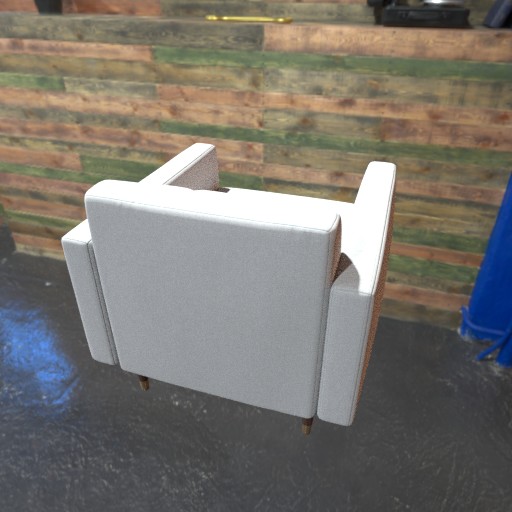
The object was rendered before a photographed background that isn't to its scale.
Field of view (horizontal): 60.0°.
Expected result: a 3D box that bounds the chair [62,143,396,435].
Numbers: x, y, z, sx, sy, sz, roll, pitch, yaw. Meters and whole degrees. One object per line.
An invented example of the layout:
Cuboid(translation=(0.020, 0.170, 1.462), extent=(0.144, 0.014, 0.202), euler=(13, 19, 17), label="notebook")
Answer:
Cuboid(translation=(0.000, 0.000, 1.676), extent=(0.953, 0.819, 0.998), euler=(10, 33, 15), label="chair")
